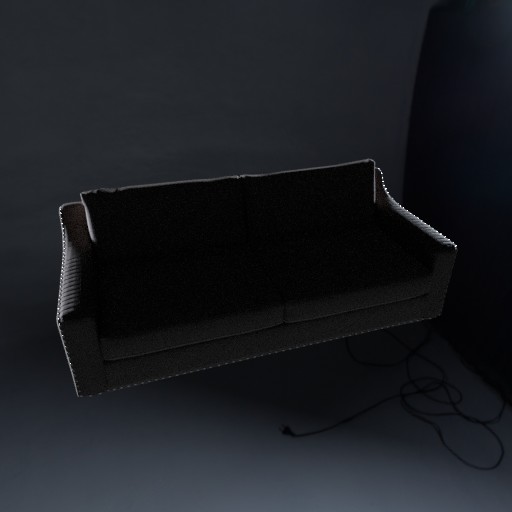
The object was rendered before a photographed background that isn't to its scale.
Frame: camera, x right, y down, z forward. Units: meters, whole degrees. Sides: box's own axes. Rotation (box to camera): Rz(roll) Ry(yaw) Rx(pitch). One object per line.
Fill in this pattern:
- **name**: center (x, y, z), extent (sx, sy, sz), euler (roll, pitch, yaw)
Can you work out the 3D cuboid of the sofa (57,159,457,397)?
- **sofa**: center (0.000, 0.000, 2.735), extent (2.208, 0.857, 1.000), euler (-9, 32, -15)
